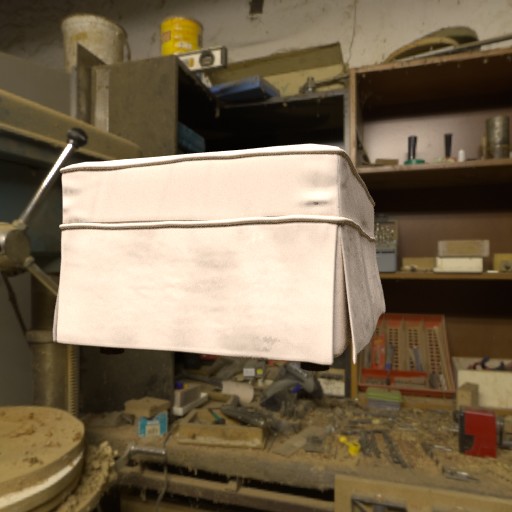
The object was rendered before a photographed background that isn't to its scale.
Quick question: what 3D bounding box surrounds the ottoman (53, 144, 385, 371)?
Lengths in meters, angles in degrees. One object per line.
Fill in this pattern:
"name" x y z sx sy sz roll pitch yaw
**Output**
"ottoman" 0.000 0.000 1.324 0.703 0.479 0.944 0 -1 19
